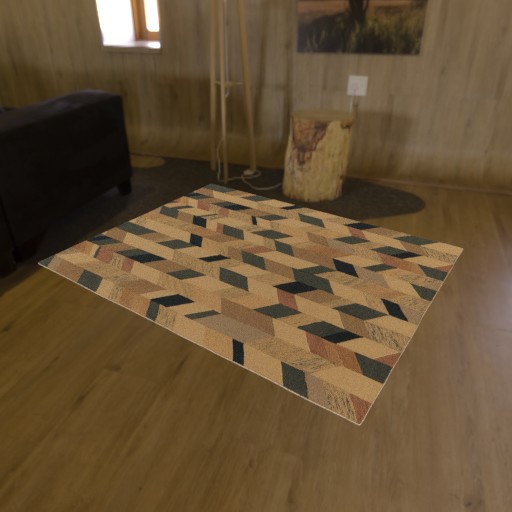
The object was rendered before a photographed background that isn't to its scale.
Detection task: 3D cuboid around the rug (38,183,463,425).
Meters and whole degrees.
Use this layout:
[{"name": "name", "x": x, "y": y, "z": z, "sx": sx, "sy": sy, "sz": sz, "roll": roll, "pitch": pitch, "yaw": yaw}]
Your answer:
[{"name": "rug", "x": 0.000, "y": 0.000, "z": 4.058, "sx": 3.072, "sy": 0.011, "sz": 2.451, "roll": 19, "pitch": 35, "yaw": 30}]
